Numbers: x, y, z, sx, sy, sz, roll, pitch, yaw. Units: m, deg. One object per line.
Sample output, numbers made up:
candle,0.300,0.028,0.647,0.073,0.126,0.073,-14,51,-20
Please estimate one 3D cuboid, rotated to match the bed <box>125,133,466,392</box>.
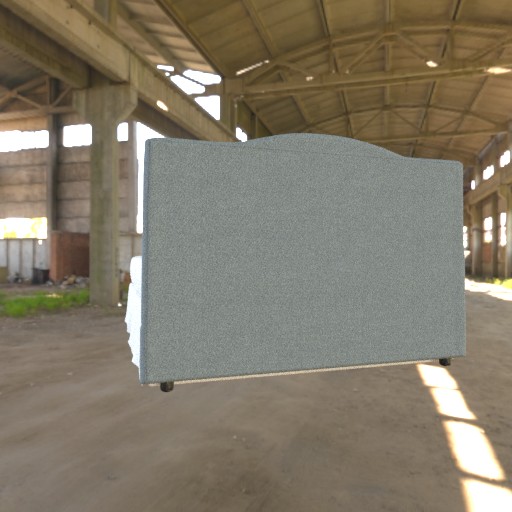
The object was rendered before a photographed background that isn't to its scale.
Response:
bed,0.000,0.000,3.896,2.161,1.457,2.689,0,0,-18
